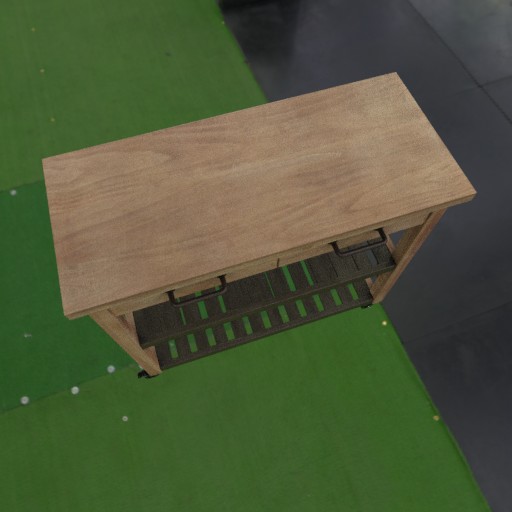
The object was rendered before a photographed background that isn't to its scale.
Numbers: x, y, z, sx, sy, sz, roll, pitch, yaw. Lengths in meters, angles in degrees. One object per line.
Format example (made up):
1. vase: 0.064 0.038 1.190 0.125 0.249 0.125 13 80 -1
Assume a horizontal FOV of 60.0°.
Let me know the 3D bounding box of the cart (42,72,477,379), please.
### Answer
1. cart: 0.000 0.000 0.960 0.686 0.554 0.298 -16 64 -8
